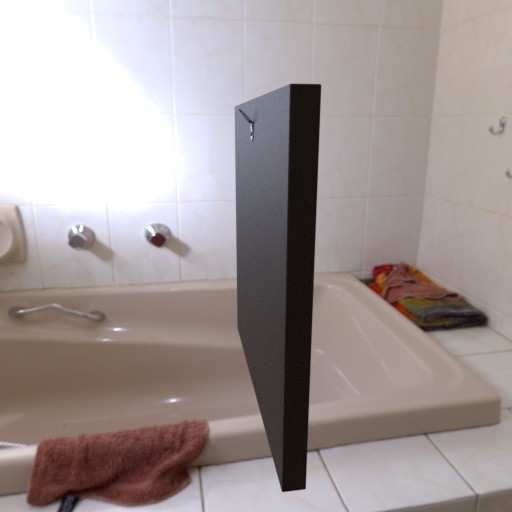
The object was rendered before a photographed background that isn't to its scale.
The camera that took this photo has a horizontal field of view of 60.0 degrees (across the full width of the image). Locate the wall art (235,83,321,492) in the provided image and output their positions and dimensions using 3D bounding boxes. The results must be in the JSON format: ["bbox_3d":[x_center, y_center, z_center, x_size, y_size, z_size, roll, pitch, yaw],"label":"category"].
[{"bbox_3d":[0.000,0.000,0.522,0.038,0.349,0.349,-3,16,-9],"label":"wall art"}]
